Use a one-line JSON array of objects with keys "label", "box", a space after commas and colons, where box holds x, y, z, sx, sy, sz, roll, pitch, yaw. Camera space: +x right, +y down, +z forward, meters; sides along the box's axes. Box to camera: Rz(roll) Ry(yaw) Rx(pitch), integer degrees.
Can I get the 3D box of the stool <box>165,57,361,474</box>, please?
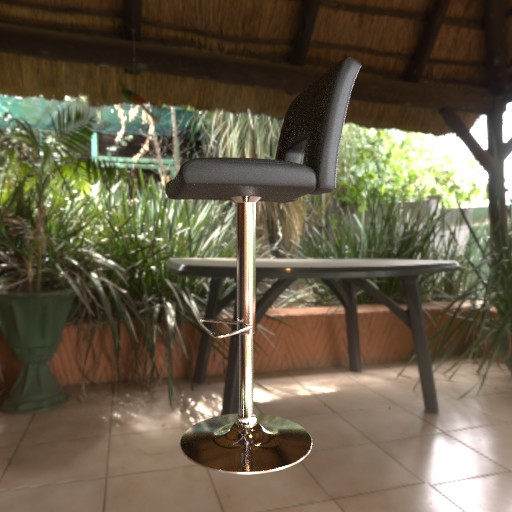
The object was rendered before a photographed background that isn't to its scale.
[{"label": "stool", "box": [0.000, 0.000, 1.381, 0.520, 1.151, 0.415, 0, 1, -17]}]
